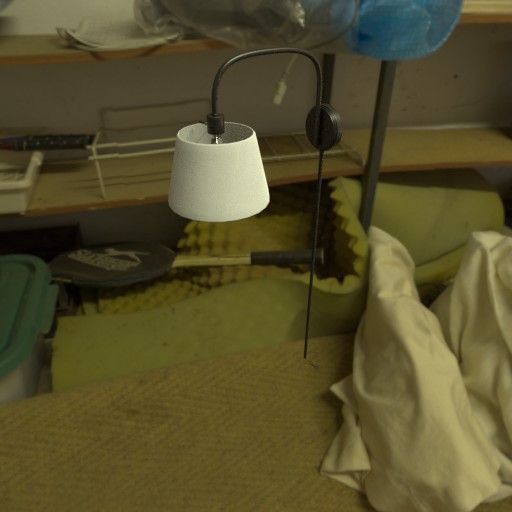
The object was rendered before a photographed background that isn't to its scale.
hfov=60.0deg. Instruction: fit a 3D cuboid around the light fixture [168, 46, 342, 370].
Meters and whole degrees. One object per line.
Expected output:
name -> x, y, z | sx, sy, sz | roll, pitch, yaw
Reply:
light fixture -> 0.000, 0.000, 0.469 | 0.176, 0.399, 0.092 | -21, 38, -30
